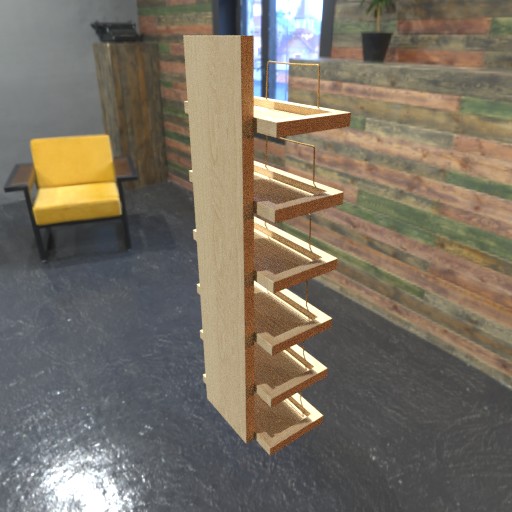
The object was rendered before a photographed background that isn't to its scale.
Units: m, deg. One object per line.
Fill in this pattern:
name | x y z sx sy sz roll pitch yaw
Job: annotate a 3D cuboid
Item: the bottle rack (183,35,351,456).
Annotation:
bottle rack | 0.000 0.000 1.059 0.206 0.943 0.330 -18 32 -32
